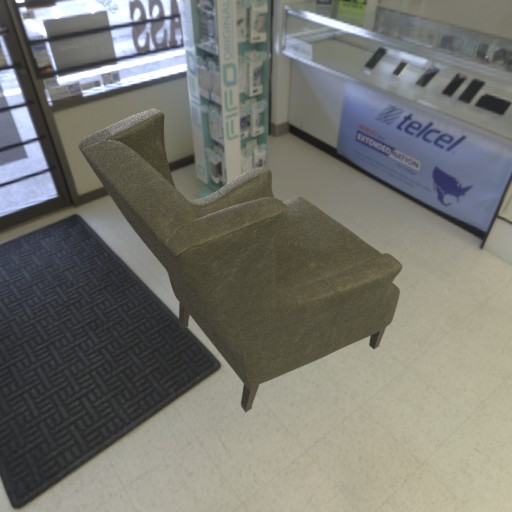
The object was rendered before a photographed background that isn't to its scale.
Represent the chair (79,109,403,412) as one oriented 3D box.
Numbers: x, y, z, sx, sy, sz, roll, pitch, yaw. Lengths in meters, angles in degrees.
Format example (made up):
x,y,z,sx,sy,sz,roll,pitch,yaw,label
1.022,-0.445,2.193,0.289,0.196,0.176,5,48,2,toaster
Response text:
x,y,z,sx,sy,sz,roll,pitch,yaw,label
0.000,0.000,1.715,0.926,1.016,0.853,-25,47,-26,chair
